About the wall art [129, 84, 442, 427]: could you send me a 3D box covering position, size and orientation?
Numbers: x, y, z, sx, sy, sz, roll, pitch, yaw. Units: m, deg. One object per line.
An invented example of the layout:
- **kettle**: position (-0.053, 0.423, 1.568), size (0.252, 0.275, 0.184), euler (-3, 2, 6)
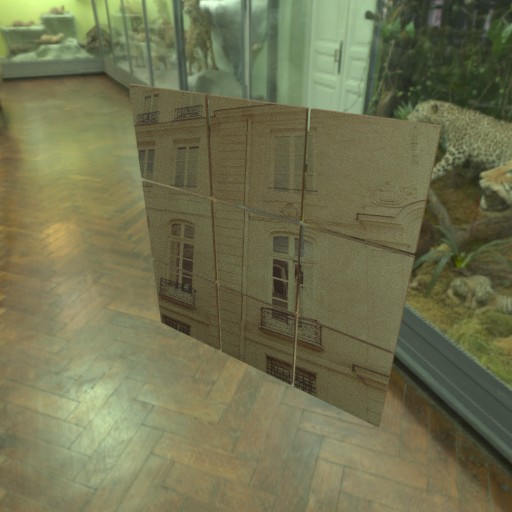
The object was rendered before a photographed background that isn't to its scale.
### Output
- **wall art**: position (0.000, 0.000, 1.808), size (1.221, 1.218, 0.024), euler (19, 35, 29)
